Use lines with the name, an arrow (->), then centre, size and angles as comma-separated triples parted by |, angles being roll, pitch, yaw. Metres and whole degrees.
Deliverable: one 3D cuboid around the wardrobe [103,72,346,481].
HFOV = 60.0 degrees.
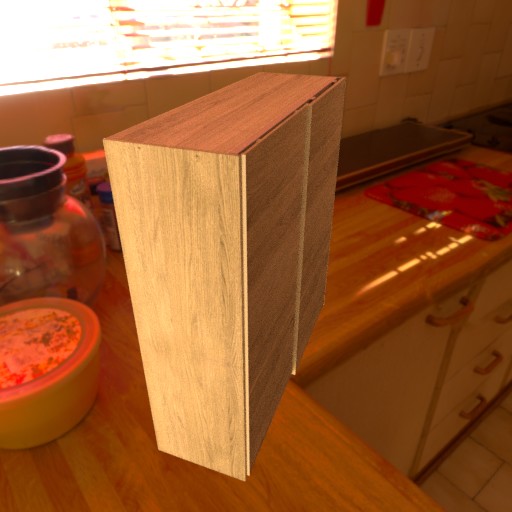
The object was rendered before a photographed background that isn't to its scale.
wardrobe -> 0.000, 0.000, 2.881 | 0.629, 1.960, 1.780 | 11, 33, 18
